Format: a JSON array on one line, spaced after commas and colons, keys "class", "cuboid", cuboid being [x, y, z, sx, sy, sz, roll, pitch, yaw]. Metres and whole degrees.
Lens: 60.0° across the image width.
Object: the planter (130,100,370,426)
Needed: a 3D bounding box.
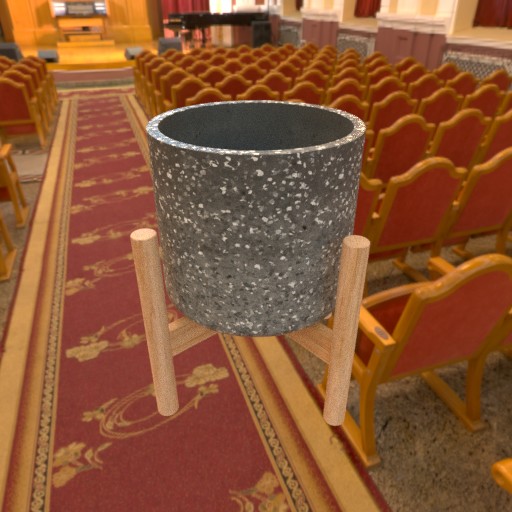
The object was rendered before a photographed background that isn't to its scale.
[{"class": "planter", "cuboid": [0.000, 0.000, 0.538, 0.284, 0.320, 0.284, -9, 32, -16]}]
